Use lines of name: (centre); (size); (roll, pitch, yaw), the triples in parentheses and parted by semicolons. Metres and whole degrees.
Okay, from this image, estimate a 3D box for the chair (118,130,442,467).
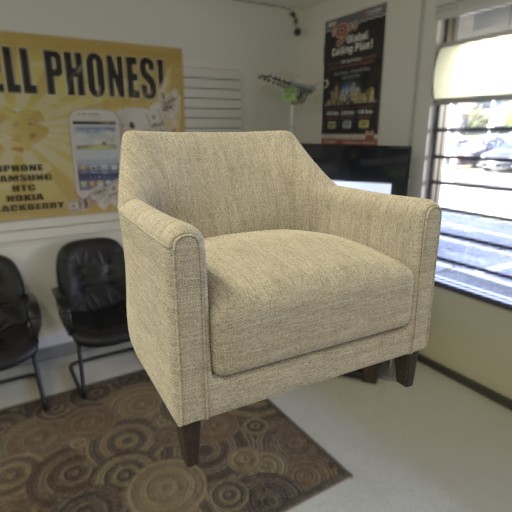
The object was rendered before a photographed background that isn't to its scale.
chair: (0.000, 0.000, 1.395); (0.796, 0.761, 0.758); (-8, 18, -27)
